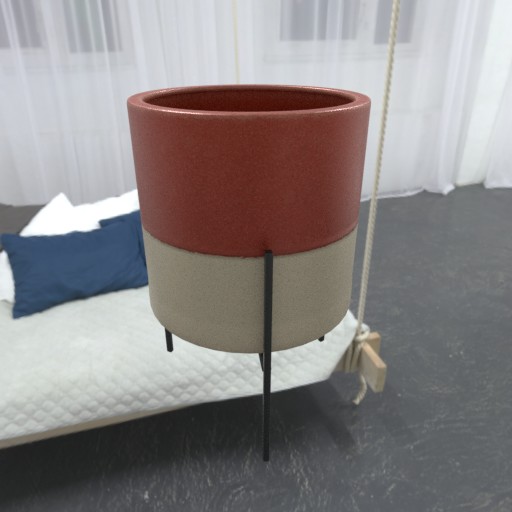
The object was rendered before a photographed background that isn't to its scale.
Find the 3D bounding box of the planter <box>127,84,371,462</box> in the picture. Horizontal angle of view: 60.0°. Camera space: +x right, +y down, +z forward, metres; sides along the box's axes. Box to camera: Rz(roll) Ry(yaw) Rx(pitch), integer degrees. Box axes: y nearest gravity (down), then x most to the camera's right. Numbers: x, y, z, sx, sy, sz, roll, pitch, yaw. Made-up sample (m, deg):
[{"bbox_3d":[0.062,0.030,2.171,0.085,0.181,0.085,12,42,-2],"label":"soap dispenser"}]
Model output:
[{"bbox_3d":[0.000,0.000,0.515,0.251,0.354,0.235,-18,32,-32],"label":"planter"}]
